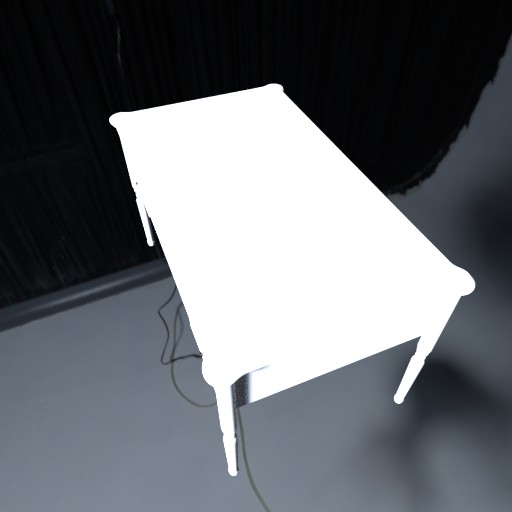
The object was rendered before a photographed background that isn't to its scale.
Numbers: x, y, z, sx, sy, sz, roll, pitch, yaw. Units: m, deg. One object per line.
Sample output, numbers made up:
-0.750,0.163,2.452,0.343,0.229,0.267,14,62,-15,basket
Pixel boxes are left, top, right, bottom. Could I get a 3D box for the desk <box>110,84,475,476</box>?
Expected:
0.000,0.000,1.841,0.807,0.762,1.380,-17,49,-15,desk
